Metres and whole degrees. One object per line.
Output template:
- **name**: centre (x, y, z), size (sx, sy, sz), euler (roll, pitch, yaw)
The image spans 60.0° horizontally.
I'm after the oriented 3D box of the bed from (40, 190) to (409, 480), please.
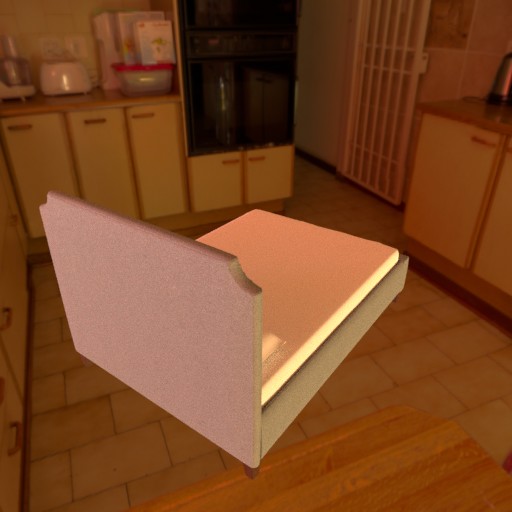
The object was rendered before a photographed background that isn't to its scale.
- **bed**: centre (0.000, 0.000, 3.443), size (1.712, 1.443, 2.372), euler (20, 34, 31)
